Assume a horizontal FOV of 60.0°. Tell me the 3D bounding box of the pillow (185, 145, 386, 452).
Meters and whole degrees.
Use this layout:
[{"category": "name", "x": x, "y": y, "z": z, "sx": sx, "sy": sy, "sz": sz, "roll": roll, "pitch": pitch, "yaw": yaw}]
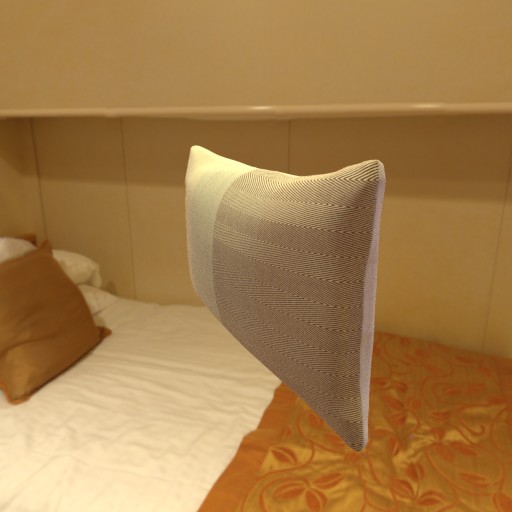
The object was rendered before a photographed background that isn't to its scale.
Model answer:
[{"category": "pillow", "x": 0.000, "y": 0.000, "z": 0.644, "sx": 0.139, "sy": 0.305, "sz": 0.506, "roll": -8, "pitch": 18, "yaw": -25}]
